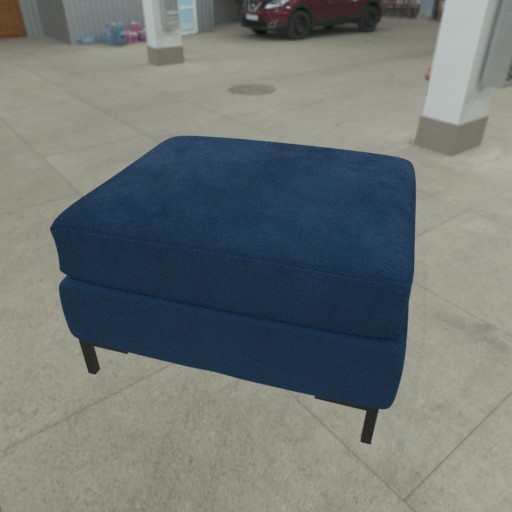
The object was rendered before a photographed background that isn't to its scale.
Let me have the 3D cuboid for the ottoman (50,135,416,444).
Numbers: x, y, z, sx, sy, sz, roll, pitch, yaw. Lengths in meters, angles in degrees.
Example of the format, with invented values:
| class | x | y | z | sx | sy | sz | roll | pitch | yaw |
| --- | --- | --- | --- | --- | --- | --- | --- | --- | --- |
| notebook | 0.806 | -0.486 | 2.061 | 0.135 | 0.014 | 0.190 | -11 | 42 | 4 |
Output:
| class | x | y | z | sx | sy | sz | roll | pitch | yaw |
| --- | --- | --- | --- | --- | --- | --- | --- | --- | --- |
| ottoman | 0.000 | 0.000 | 1.194 | 0.794 | 0.485 | 0.655 | 9 | 34 | 14 |
